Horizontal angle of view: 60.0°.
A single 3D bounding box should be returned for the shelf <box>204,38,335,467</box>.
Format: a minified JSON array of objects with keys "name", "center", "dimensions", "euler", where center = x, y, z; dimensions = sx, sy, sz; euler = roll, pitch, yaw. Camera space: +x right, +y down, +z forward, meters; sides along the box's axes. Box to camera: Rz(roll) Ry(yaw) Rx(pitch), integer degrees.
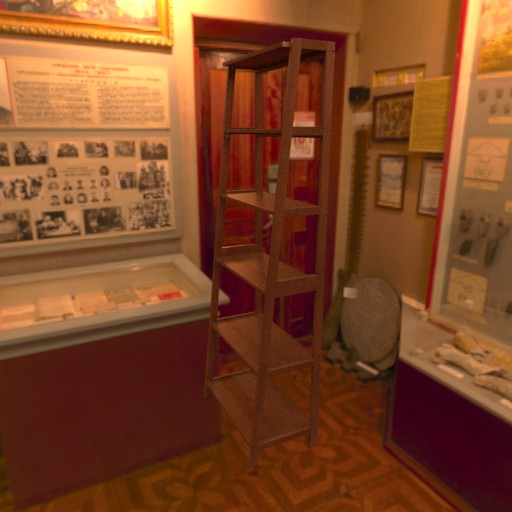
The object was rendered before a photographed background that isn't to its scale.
[{"name":"shelf","center":[0.000,0.000,2.227],"dimensions":[0.382,1.892,0.660],"euler":[-8,17,-25]}]
